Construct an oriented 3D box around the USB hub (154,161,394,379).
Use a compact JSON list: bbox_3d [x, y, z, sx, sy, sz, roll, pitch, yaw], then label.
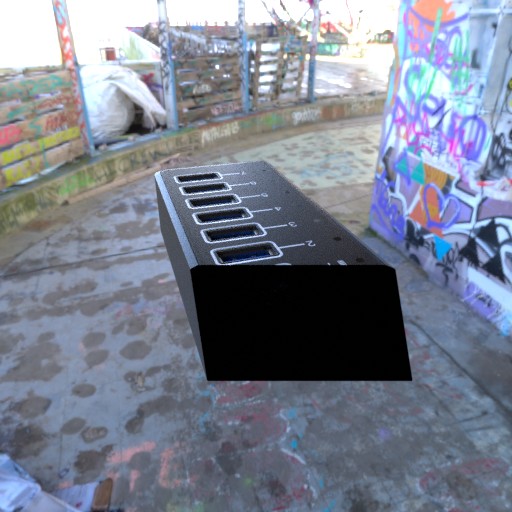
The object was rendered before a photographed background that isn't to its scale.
[{"bbox_3d":[0.000,0.000,0.128,0.044,0.023,0.110,-9,30,-16],"label":"USB hub"}]
